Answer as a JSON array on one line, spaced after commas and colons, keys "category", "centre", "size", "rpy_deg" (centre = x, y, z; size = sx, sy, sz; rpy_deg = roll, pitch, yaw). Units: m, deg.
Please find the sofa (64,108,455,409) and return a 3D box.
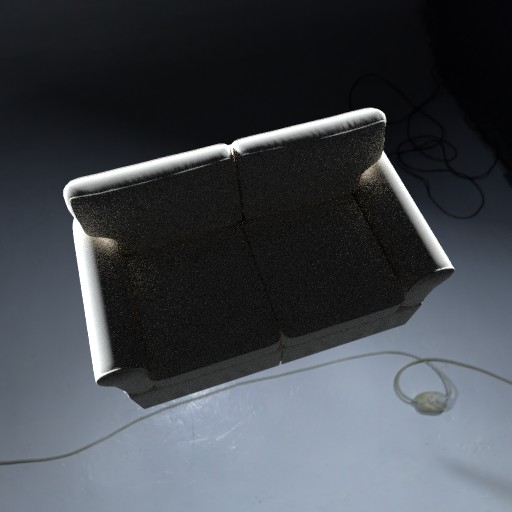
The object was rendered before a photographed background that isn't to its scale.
[{"category": "sofa", "centre": [0.000, 0.000, 2.336], "size": [1.727, 0.940, 0.991], "rpy_deg": [-16, 63, -8]}]
